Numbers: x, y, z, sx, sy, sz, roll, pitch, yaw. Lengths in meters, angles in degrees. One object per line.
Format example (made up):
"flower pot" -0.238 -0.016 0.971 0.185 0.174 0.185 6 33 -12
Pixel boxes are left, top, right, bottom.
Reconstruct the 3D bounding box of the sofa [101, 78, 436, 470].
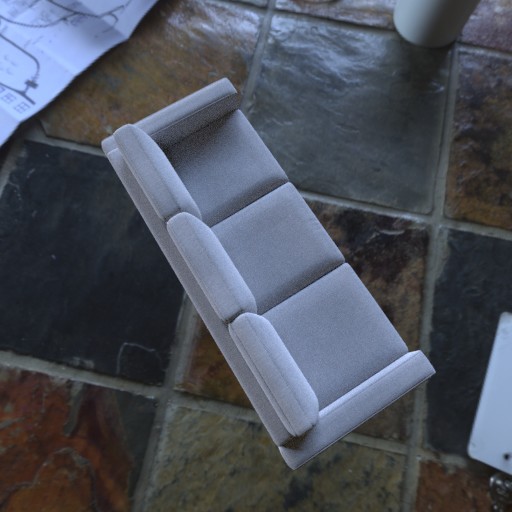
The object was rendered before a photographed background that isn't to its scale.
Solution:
"sofa" 0.000 0.000 2.596 0.900 0.800 2.120 -31 76 -9
